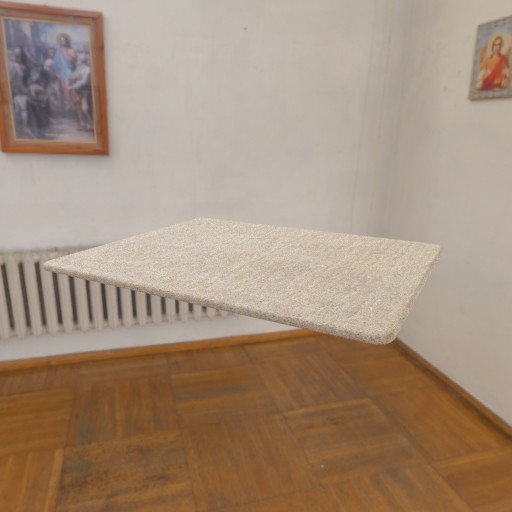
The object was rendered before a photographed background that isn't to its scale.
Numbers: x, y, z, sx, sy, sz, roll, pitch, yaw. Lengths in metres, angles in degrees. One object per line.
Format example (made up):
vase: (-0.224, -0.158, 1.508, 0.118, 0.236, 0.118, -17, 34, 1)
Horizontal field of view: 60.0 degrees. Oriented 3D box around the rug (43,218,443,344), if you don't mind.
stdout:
rug: (0.000, 0.000, 3.484, 2.528, 0.048, 2.009, 9, 18, 28)
